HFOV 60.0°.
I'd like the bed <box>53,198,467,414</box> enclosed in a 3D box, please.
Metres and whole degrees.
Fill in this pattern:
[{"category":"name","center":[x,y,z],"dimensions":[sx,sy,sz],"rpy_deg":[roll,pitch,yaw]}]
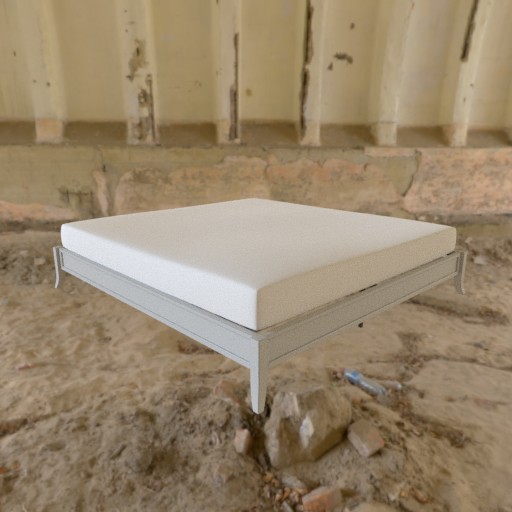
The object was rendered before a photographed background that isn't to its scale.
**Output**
[{"category":"bed","center":[0.000,0.000,3.077],"dimensions":[2.007,0.510,2.108],"rpy_deg":[-14,20,-42]}]
